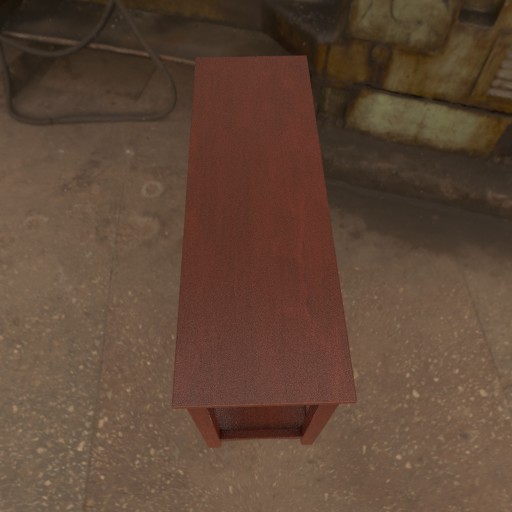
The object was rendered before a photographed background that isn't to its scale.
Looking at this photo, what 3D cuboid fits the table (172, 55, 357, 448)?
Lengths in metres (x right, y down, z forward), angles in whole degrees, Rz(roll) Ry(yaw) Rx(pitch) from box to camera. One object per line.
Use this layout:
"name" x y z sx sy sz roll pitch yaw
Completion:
"table" 0.000 0.000 1.553 0.392 0.739 1.188 -1 58 -1
